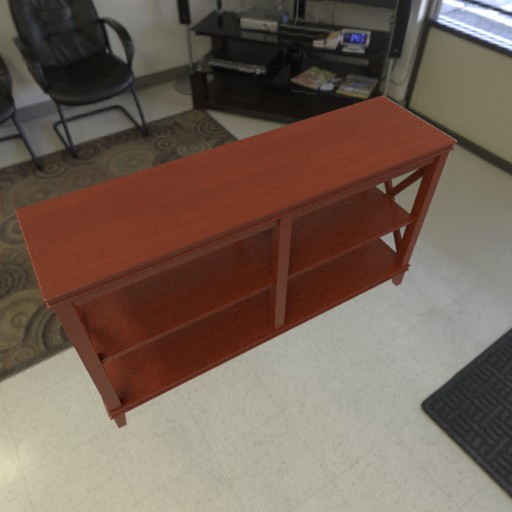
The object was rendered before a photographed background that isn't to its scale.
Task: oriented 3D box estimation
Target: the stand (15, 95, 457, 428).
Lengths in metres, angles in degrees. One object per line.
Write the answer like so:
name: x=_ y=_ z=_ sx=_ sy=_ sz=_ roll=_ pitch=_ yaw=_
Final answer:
stand: x=0.000 y=0.000 z=1.663 sx=1.372 sy=0.762 sz=0.381 roll=-23 pitch=51 yaw=-20
